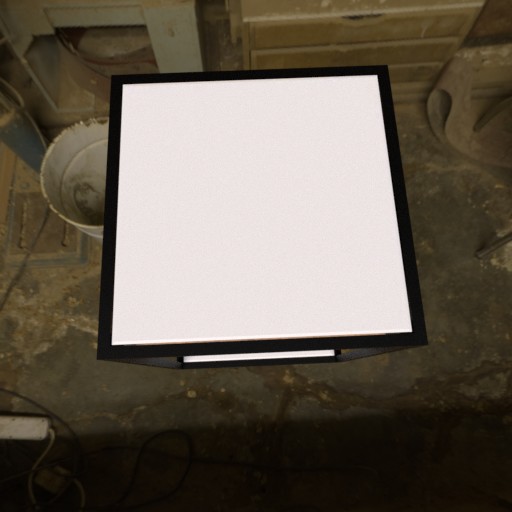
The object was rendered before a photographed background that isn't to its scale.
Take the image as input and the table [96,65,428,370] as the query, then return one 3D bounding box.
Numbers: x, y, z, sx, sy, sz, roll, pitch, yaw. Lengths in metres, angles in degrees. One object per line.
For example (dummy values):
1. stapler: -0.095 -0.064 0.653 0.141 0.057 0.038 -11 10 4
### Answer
1. table: 0.000 0.000 0.814 0.378 0.540 0.378 -2 74 -1
